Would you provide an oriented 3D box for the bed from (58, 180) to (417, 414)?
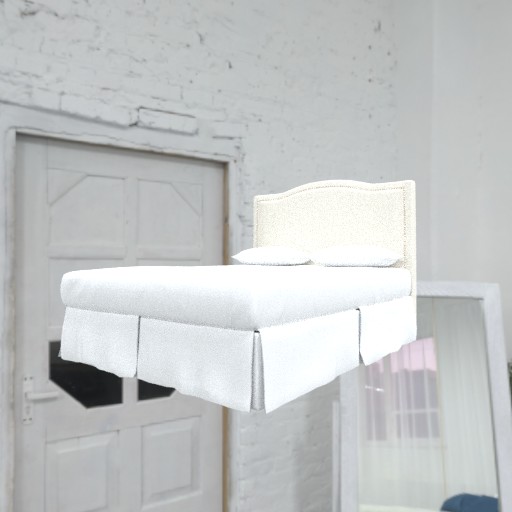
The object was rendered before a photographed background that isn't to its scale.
[{"bbox_3d":[0.000,0.000,3.411,1.821,1.436,2.282,0,0,38],"label":"bed"}]
